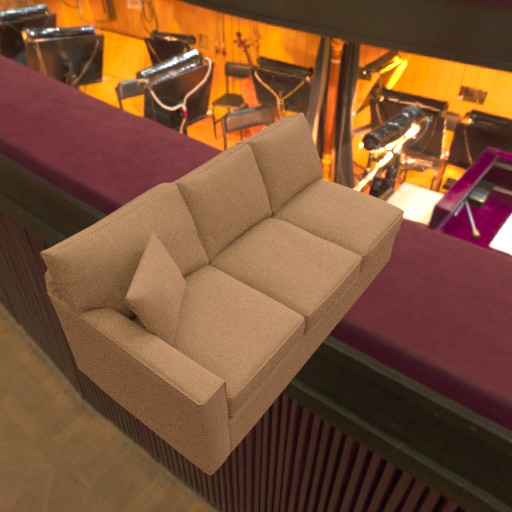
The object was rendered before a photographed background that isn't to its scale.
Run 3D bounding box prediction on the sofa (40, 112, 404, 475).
[{"bbox_3d":[0.000,0.000,2.556,1.034,0.946,1.962,26,46,28],"label":"sofa"}]
